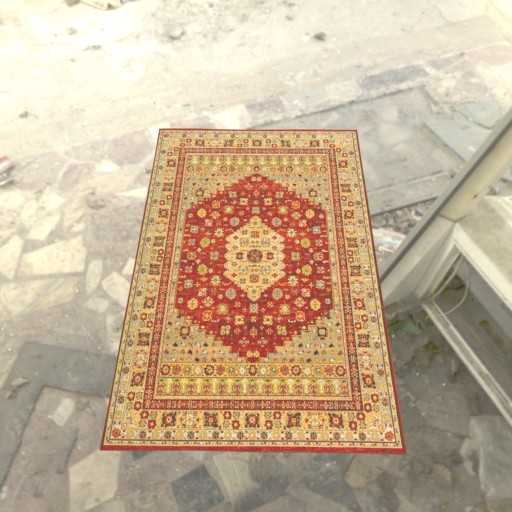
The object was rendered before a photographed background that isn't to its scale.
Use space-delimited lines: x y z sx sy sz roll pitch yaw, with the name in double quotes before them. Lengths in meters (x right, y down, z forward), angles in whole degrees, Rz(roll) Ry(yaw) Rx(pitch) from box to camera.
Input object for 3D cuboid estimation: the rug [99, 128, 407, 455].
"rug" 0.000 0.000 2.198 1.194 0.013 1.802 1 58 0
